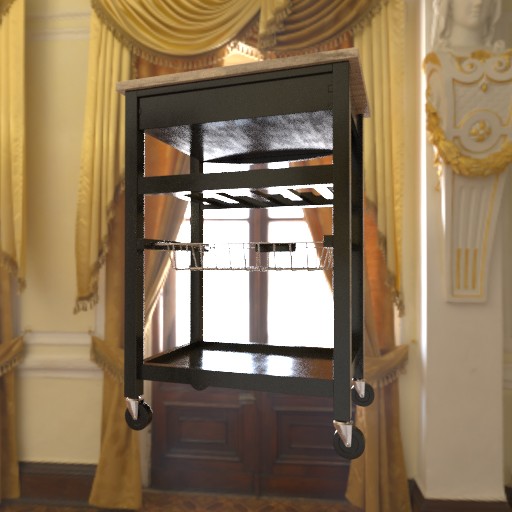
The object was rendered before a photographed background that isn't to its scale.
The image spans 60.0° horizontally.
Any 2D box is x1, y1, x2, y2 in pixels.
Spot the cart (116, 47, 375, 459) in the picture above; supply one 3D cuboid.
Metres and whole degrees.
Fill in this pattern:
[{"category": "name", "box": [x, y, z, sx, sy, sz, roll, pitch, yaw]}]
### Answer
[{"category": "cart", "box": [0.000, 0.000, 1.168, 0.584, 0.839, 0.403, 0, -1, 18]}]
